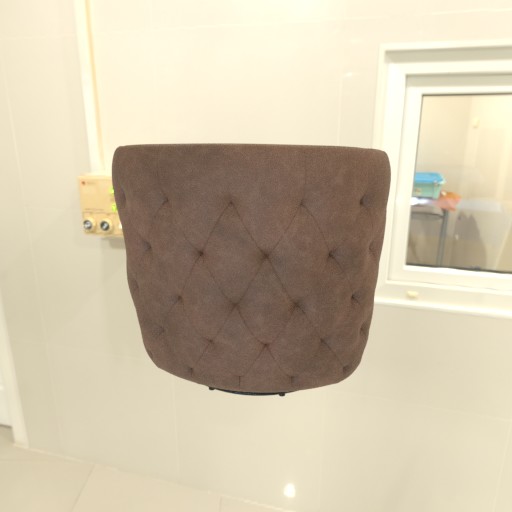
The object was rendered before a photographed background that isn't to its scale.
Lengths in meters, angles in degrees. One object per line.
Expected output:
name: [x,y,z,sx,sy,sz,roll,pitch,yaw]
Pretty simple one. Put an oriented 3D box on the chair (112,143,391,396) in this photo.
chair: [0.000,0.000,1.519,0.850,0.790,0.870,3,17,8]
